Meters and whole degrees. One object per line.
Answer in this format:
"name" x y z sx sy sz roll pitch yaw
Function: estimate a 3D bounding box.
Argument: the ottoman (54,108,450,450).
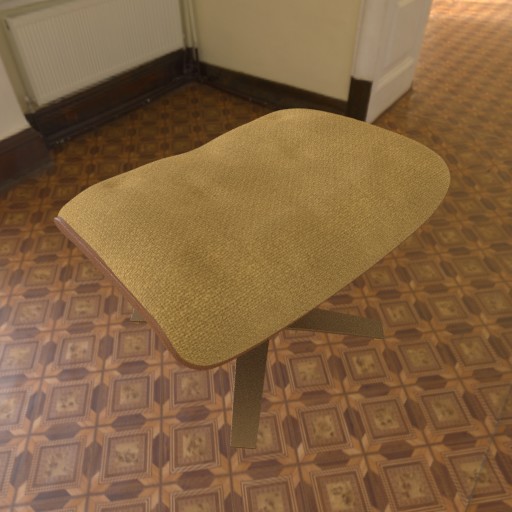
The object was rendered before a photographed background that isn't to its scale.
"ottoman" 0.000 0.000 0.781 0.520 0.391 0.394 -31 52 -27
